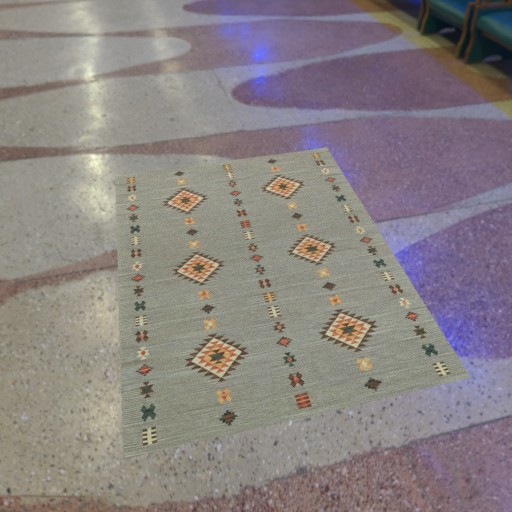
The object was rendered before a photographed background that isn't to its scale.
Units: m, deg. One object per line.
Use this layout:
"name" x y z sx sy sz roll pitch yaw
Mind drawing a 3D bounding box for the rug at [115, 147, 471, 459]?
"rug" 0.000 0.000 3.978 2.425 0.008 3.035 -10 47 -9
